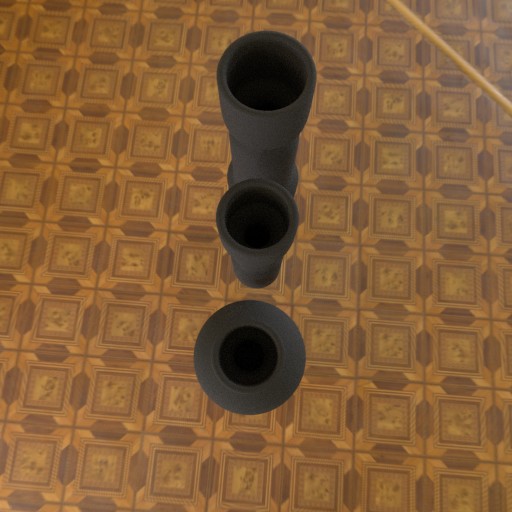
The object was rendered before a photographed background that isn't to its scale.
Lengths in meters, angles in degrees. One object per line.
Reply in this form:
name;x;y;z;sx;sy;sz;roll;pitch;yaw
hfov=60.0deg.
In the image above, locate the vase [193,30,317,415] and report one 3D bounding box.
vase;0.000;0.000;0.425;0.120;0.249;0.307;4;77;1
